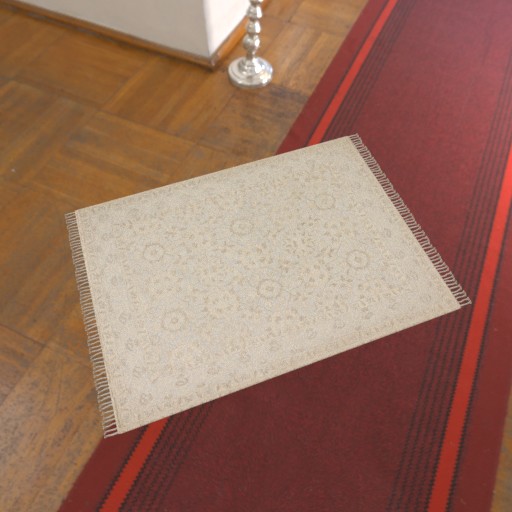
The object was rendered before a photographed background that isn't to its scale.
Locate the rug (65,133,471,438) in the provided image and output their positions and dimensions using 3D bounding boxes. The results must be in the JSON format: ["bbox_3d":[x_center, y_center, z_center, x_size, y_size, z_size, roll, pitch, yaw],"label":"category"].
[{"bbox_3d":[0.000,0.000,2.274,1.771,0.015,1.223,-17,61,-10],"label":"rug"}]
